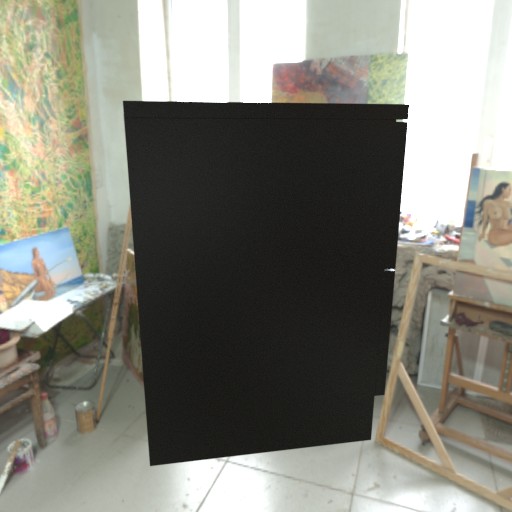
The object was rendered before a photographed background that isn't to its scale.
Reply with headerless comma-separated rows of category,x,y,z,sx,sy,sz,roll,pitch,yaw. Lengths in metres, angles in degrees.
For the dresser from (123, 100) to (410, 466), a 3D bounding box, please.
dresser,0.000,0.000,0.758,0.360,0.470,0.400,-3,15,-9
